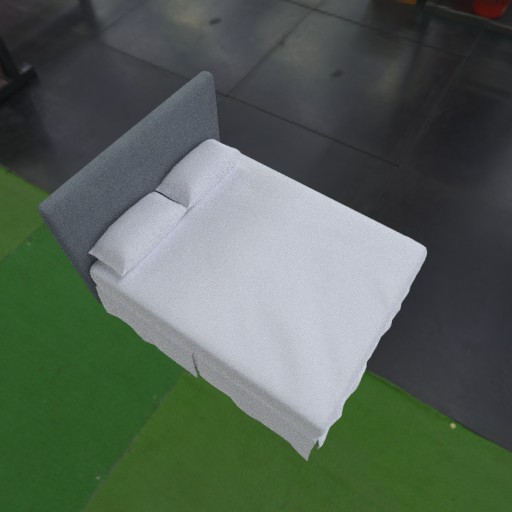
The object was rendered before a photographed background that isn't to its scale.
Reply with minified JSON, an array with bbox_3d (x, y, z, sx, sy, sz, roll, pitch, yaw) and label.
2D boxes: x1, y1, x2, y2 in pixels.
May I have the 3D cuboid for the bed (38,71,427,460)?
[{"bbox_3d":[0.000,0.000,3.241,2.142,1.330,1.713,30,62,18],"label":"bed"}]
